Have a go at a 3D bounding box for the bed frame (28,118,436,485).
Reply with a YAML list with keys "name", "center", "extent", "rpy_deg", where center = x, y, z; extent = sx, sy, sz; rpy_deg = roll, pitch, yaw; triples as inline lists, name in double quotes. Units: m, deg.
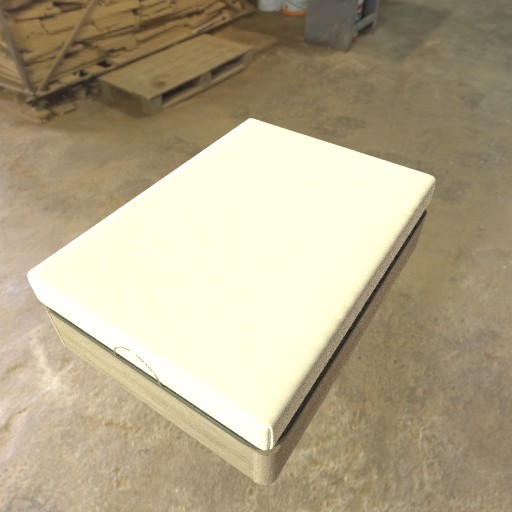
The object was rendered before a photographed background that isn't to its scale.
- name: "bed frame"
  center: [0.000, 0.000, 2.557]
  extent: [1.400, 0.561, 1.900]
  rpy_deg: [25, 49, 24]
